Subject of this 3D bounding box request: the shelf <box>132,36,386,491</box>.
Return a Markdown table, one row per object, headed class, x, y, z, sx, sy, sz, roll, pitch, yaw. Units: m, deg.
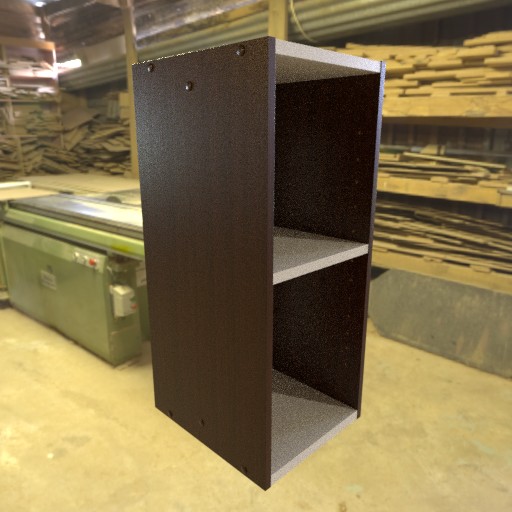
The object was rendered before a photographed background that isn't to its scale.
| class | x | y | z | sx | sy | sz | roll | pitch | yaw |
| --- | --- | --- | --- | --- | --- | --- | --- | --- | --- |
| shelf | 0.000 | 0.000 | 0.744 | 0.253 | 0.600 | 0.290 | -15 | 21 | -43 |
